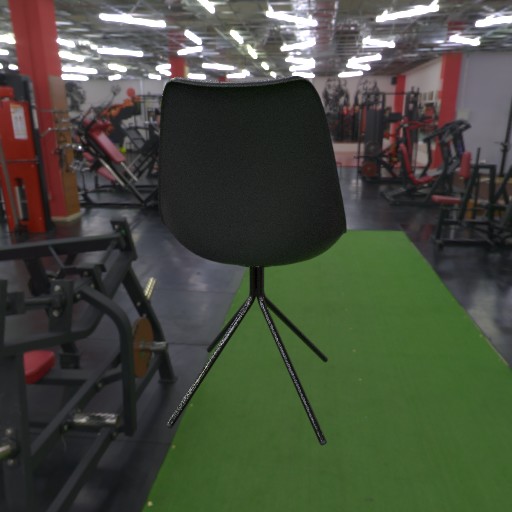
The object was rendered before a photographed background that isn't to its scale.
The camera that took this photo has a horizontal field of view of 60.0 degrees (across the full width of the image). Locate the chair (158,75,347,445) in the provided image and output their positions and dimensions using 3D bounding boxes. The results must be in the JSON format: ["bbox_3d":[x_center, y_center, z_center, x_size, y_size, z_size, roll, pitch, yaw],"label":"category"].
[{"bbox_3d":[0.000,0.000,1.180,0.461,0.850,0.525,3,17,9],"label":"chair"}]
